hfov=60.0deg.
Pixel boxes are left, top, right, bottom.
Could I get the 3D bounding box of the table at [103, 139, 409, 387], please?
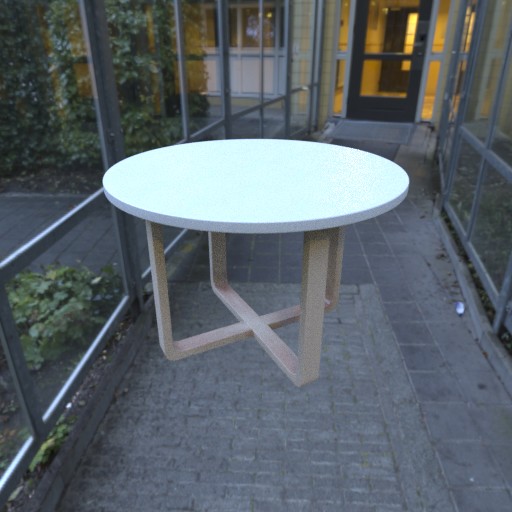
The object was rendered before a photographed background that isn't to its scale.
[{"bbox_3d":[0.000,0.000,0.995,0.600,0.400,0.600,0,26,0],"label":"table"}]
